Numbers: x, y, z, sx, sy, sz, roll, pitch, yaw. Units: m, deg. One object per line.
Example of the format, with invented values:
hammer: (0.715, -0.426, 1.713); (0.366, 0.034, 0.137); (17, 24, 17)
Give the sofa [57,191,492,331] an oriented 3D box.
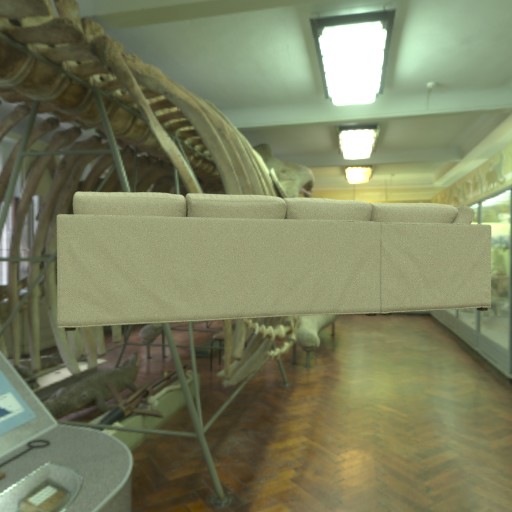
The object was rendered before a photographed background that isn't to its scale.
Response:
sofa: (0.000, 0.000, 4.181); (3.182, 0.871, 2.432); (0, 1, -17)
